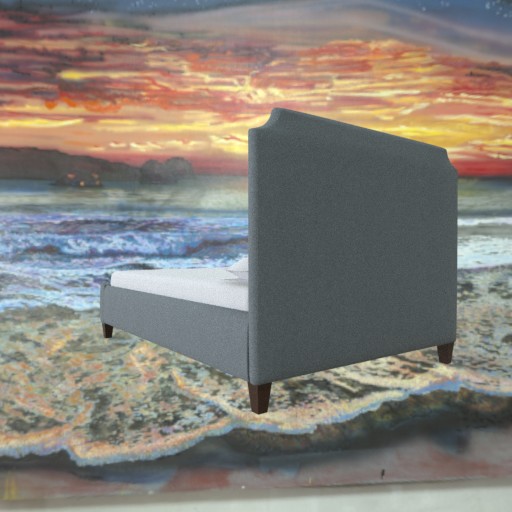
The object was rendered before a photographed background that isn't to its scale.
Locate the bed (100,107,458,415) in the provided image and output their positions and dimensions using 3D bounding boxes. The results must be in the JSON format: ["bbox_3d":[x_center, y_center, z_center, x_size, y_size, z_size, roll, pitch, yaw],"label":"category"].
[{"bbox_3d":[0.000,0.000,3.432,1.712,1.443,2.372,0,1,-36],"label":"bed"}]
